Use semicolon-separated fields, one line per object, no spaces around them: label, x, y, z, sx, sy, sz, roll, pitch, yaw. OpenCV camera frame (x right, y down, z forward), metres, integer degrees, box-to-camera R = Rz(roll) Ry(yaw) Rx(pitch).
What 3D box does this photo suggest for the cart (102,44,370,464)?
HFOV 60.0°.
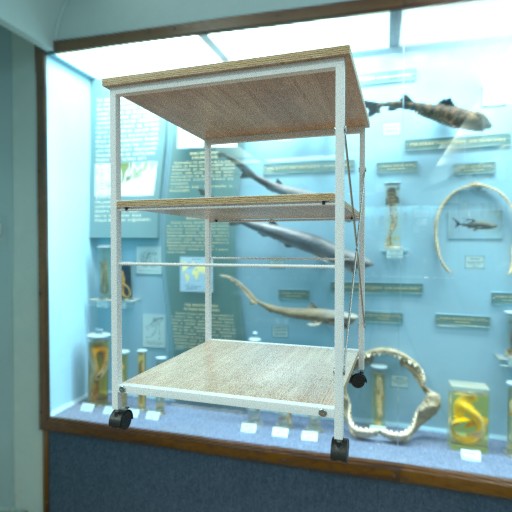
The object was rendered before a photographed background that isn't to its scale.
cart;0.000;0.000;1.118;0.520;0.762;0.521;0;1;18
